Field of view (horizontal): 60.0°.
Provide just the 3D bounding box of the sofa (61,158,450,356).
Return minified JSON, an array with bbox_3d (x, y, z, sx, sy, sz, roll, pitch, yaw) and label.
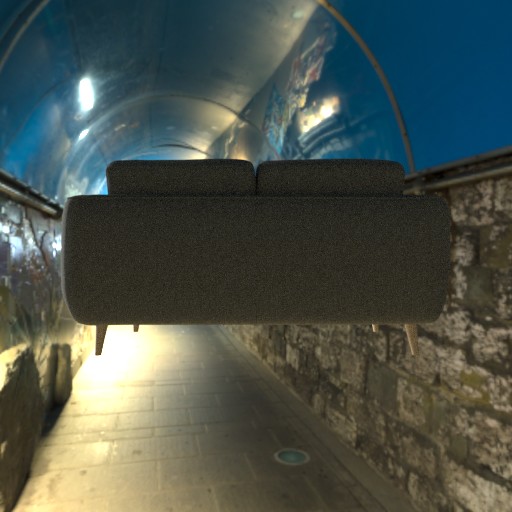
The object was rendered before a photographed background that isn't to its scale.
[{"bbox_3d":[0.000,0.000,2.248,1.700,0.870,0.920,0,0,0],"label":"sofa"}]
